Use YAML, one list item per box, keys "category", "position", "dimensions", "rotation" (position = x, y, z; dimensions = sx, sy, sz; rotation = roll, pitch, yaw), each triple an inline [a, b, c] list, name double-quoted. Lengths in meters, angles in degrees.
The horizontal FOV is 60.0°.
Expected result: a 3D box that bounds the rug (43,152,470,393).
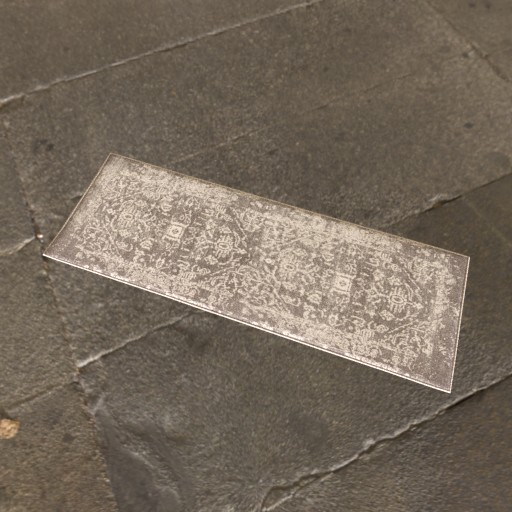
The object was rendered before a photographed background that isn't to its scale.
- category: "rug"
  position: [0.000, 0.000, 2.687]
  dimensions: [2.452, 0.017, 0.855]
  rotation: [17, 64, 9]
